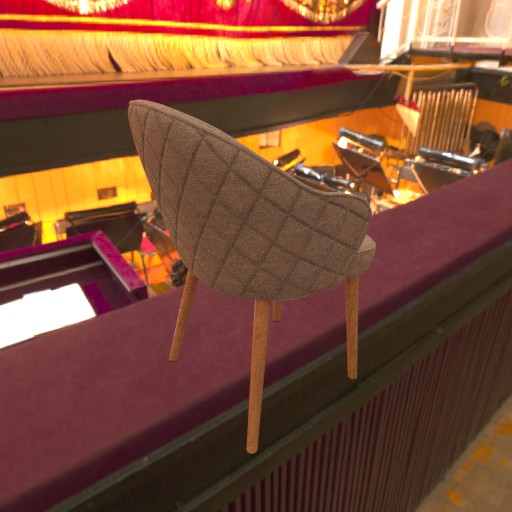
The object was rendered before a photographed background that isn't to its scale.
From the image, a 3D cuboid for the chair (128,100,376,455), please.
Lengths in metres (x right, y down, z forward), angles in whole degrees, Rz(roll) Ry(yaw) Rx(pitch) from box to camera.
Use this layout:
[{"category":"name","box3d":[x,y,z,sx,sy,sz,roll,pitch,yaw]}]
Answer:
[{"category":"chair","box3d":[0.000,0.000,1.142,0.530,0.800,0.540,-19,33,-32]}]
